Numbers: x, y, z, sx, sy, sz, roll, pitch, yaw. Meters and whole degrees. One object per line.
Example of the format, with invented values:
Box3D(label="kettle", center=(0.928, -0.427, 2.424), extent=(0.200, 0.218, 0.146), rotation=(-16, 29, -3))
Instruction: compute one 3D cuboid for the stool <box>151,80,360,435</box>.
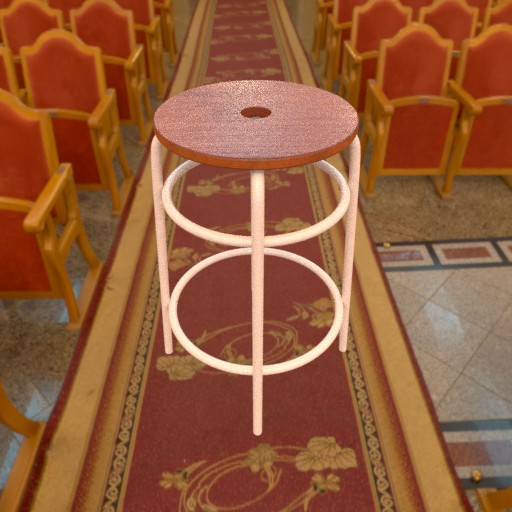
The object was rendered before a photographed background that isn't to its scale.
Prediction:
Box3D(label="stool", center=(0.000, 0.000, 0.922), extent=(0.455, 0.610, 0.455), rotation=(-1, 39, -1))
